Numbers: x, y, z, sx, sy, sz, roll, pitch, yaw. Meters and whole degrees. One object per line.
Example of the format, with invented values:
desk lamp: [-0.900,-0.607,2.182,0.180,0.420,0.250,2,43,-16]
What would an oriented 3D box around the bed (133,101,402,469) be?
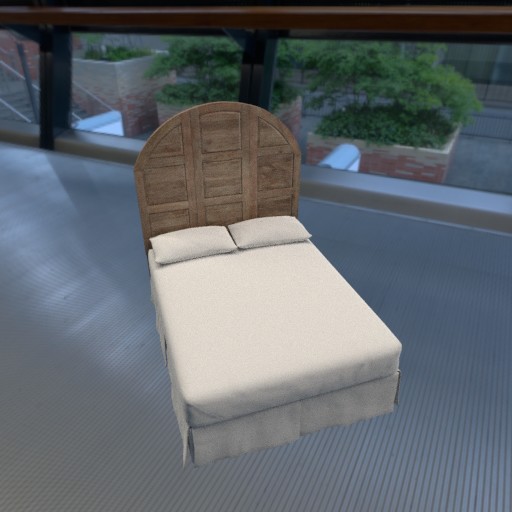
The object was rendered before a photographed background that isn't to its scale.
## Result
bed: [0.000,0.000,3.588,1.713,2.002,2.112,-10,32,-16]
